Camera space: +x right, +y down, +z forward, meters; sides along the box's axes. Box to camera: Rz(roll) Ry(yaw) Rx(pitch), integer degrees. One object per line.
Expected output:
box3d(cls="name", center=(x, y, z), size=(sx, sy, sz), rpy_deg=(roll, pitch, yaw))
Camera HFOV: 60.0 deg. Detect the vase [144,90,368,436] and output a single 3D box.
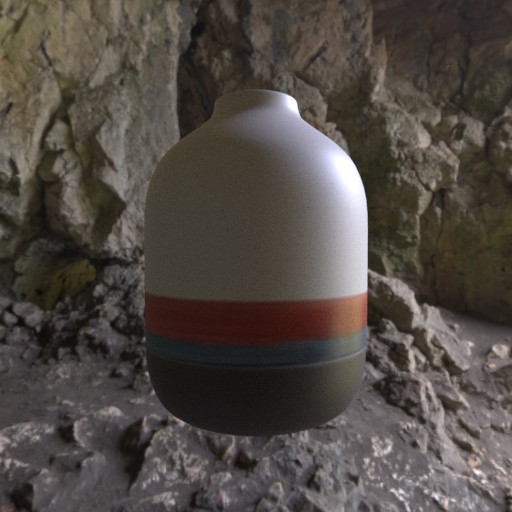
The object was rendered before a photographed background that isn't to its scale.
box3d(cls="vase", center=(0.000, 0.000, 0.347), size=(0.169, 0.237, 0.169), rpy_deg=(0, 1, 0))
